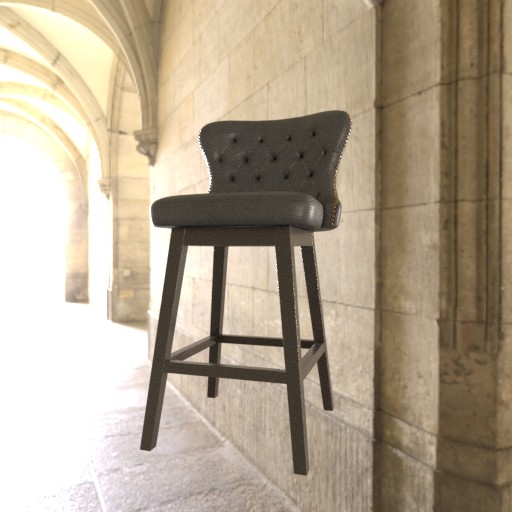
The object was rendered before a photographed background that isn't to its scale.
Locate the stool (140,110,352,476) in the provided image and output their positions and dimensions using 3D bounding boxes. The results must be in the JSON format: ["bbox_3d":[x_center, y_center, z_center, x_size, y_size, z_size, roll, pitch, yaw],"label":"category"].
[{"bbox_3d":[0.000,0.000,1.327,0.528,0.971,0.593,0,1,18],"label":"stool"}]
